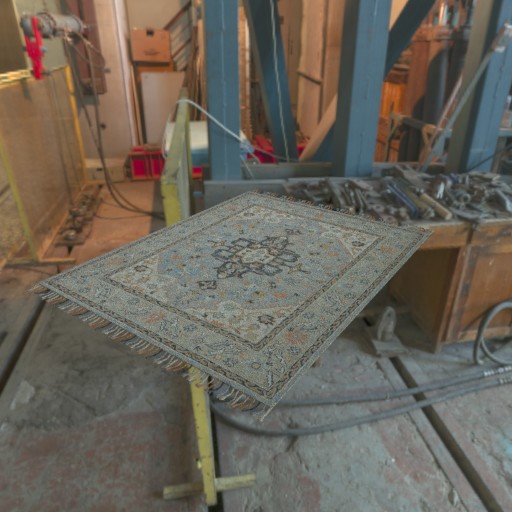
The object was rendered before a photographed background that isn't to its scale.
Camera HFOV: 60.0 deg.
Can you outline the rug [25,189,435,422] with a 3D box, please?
[{"bbox_3d":[0.000,0.000,4.171,2.379,0.011,3.221,18,32,32],"label":"rug"}]
